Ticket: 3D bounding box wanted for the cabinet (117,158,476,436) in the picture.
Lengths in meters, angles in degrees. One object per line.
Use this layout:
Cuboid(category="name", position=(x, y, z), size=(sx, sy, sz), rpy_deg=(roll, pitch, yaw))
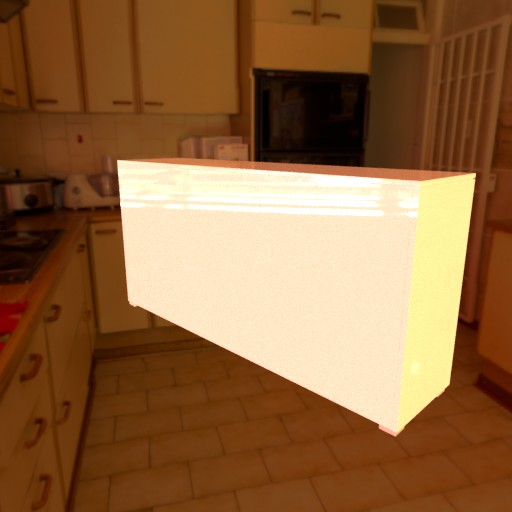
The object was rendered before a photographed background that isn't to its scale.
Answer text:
Cuboid(category="cabinet", position=(0.000, 0.000, 1.991), size=(0.400, 0.800, 1.650), rpy_deg=(-14, 21, -43))
